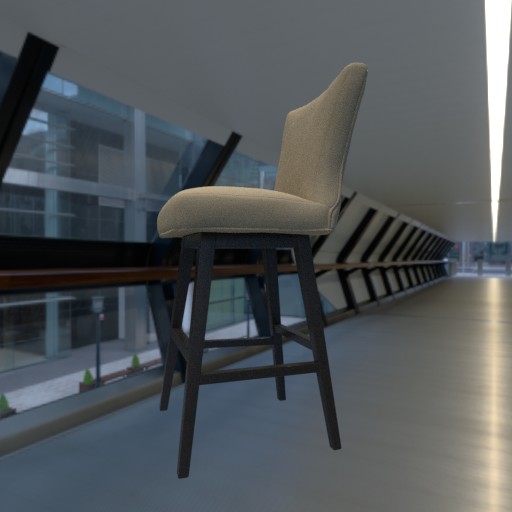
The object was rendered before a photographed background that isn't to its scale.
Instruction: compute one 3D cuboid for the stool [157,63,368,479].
[{"bbox_3d":[0.000,0.000,1.402,0.574,1.086,0.514,0,1,-17],"label":"stool"}]
